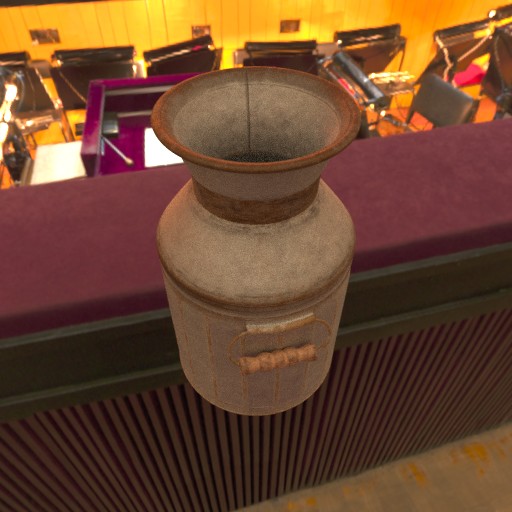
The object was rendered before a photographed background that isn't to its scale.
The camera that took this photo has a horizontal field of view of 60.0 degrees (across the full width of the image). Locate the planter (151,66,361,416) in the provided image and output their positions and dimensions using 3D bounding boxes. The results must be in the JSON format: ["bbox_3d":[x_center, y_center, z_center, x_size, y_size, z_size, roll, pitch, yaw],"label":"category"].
[{"bbox_3d":[0.000,0.000,0.503,0.215,0.358,0.248,-9,46,-9],"label":"planter"}]
